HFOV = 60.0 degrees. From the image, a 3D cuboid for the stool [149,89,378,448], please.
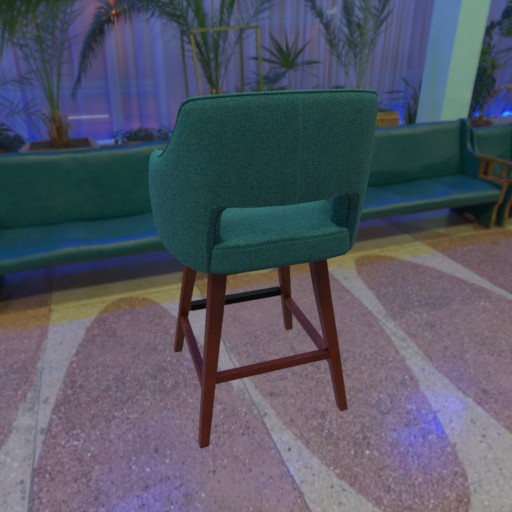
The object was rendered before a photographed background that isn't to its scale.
[{"bbox_3d":[0.000,0.000,1.292,0.548,0.961,0.556,-8,28,-16],"label":"stool"}]
